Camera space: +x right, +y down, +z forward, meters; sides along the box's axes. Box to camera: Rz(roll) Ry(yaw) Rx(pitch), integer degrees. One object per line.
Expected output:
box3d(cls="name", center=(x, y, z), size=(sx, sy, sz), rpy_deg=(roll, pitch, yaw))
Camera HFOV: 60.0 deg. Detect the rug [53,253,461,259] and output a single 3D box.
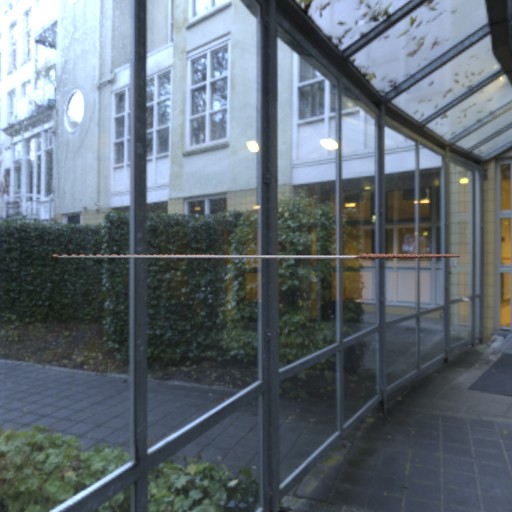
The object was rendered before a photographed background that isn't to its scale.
box3d(cls="rug", center=(0.000, 0.000, 4.500), size=(3.369, 0.035, 2.451), rpy_deg=(0, 0, 36))
